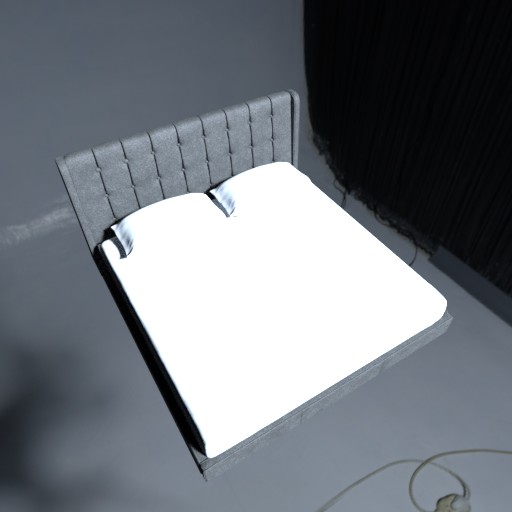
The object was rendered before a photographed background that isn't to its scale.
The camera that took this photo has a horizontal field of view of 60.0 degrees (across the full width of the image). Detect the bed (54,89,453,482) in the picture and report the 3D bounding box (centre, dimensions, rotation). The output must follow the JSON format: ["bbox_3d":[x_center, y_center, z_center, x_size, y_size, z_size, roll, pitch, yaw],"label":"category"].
[{"bbox_3d":[0.000,0.000,2.487,1.531,0.933,1.638,-24,51,-21],"label":"bed"}]
